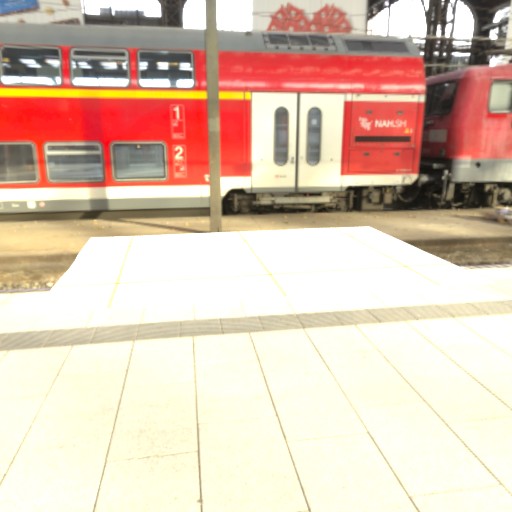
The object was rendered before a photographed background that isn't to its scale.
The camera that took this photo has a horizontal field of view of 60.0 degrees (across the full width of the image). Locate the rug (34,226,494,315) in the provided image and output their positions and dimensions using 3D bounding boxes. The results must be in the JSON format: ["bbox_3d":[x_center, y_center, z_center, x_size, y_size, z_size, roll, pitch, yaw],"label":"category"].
[{"bbox_3d":[0.000,0.000,2.297,1.825,0.015,1.232,-3,15,-11],"label":"rug"}]
